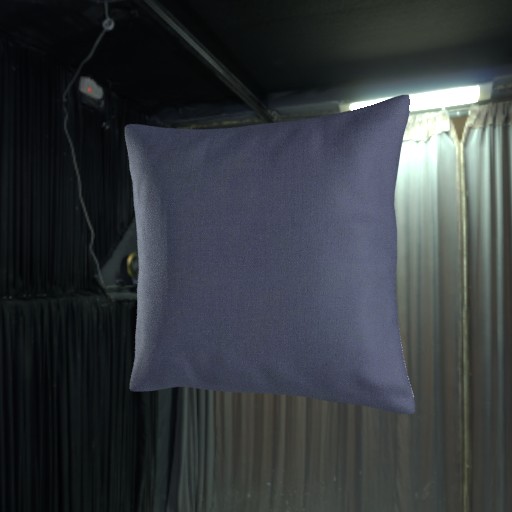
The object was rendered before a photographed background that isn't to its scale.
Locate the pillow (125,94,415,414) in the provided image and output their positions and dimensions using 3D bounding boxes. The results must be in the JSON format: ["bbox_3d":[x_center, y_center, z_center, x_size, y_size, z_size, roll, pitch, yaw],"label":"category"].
[{"bbox_3d":[0.000,0.000,0.775,0.520,0.508,0.166,0,-2,17],"label":"pillow"}]
